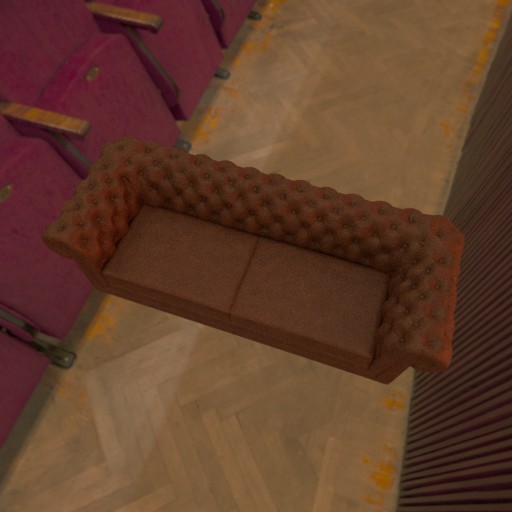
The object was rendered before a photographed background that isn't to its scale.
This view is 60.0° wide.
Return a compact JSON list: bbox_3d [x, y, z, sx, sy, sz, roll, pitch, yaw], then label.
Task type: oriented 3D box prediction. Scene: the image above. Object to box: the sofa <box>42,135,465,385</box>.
[{"bbox_3d":[0.000,0.000,2.880,2.385,0.783,0.944,16,61,9],"label":"sofa"}]
